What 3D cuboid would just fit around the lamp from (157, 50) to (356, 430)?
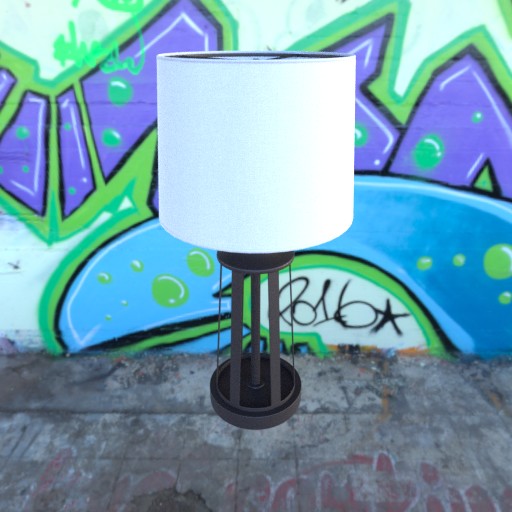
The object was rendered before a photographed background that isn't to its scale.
[{"bbox_3d":[0.000,0.000,0.614,0.251,0.509,0.251,0,27,0],"label":"lamp"}]
